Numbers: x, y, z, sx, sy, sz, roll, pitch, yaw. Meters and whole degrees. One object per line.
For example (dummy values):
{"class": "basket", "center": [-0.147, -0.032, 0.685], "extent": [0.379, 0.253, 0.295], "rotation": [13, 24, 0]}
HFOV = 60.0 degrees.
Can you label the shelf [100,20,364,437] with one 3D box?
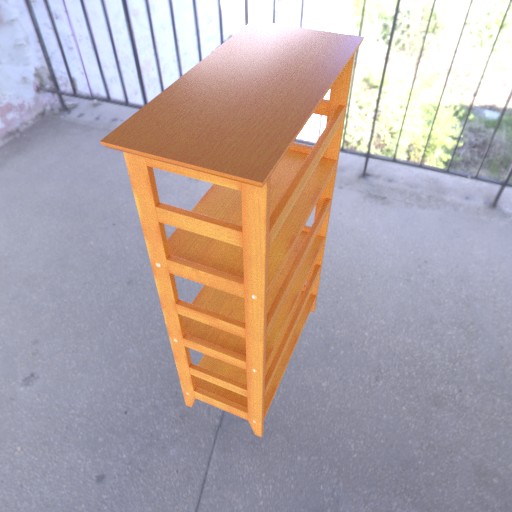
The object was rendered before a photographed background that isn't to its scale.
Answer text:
{"class": "shelf", "center": [0.000, 0.000, 1.317], "extent": [0.305, 1.067, 0.660], "rotation": [17, 48, 16]}
